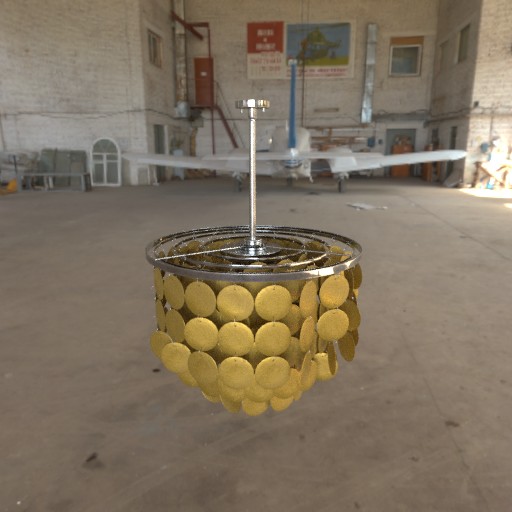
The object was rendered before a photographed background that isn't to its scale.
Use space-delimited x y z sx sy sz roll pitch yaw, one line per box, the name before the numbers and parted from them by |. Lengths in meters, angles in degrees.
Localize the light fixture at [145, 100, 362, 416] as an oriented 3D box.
light fixture | 0.000 0.000 0.745 0.368 0.492 0.368 0 14 0
